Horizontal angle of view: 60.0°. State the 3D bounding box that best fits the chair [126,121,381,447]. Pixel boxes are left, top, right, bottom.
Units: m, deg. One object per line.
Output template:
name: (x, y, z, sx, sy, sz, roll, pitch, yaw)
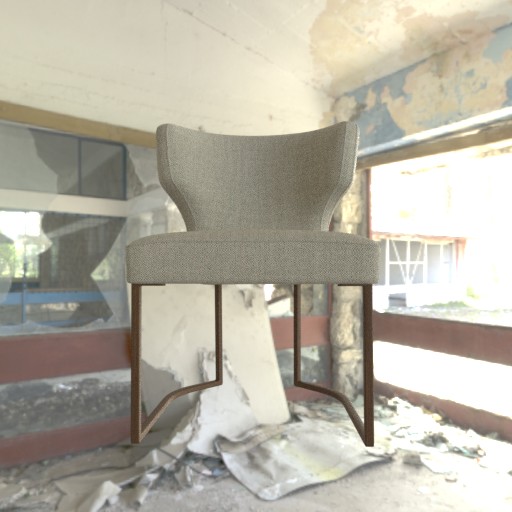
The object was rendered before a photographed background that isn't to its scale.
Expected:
chair: (0.000, 0.000, 1.243, 0.611, 0.824, 0.617, 0, -2, 2)
